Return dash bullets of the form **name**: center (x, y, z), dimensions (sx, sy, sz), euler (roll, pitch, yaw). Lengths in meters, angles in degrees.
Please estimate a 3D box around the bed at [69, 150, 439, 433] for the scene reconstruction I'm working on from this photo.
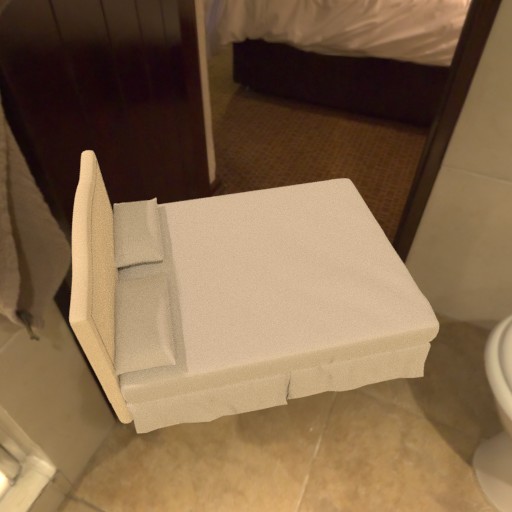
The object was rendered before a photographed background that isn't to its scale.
- **bed**: center (0.000, 0.000, 3.612), dimensions (2.477, 1.437, 1.977), euler (-9, 47, -9)
